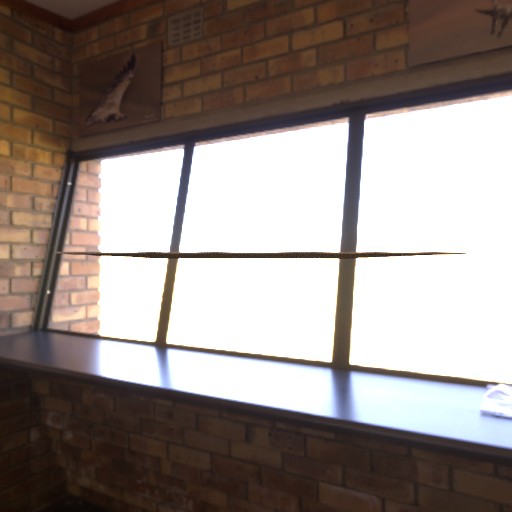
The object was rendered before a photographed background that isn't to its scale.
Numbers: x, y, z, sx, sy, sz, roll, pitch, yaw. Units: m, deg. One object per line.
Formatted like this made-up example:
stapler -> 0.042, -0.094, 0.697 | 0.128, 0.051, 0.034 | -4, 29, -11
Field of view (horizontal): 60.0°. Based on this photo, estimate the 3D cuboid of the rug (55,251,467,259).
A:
rug -> 0.000, 0.000, 3.301 | 1.964, 0.025, 2.455 | 0, -1, -2
